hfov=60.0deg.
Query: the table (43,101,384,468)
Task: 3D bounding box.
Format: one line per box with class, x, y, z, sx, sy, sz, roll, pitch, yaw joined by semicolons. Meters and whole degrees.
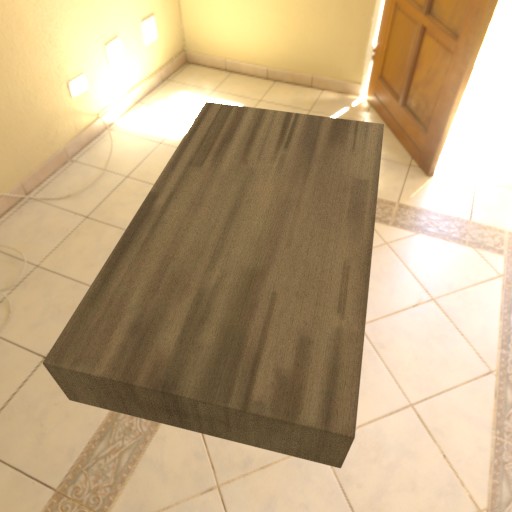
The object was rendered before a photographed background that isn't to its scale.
table;0.000;0.000;1.343;0.643;0.347;1.088;10;49;9
